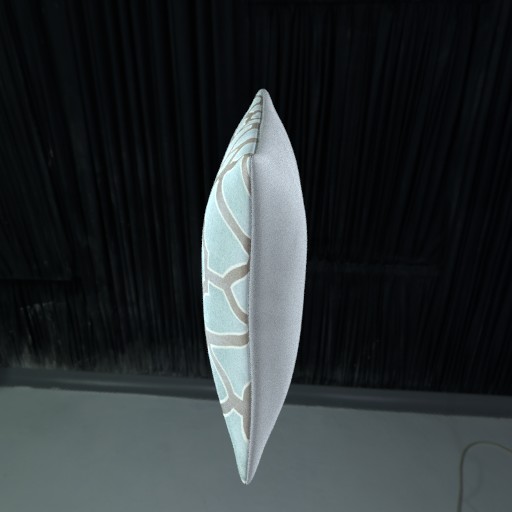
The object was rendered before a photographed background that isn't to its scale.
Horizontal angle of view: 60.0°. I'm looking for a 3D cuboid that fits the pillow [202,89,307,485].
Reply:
[{"bbox_3d":[0.000,0.000,0.802,0.166,0.508,0.552,1,28,2],"label":"pillow"}]
